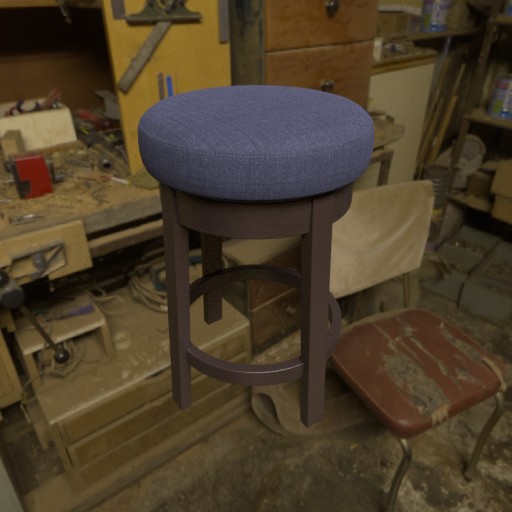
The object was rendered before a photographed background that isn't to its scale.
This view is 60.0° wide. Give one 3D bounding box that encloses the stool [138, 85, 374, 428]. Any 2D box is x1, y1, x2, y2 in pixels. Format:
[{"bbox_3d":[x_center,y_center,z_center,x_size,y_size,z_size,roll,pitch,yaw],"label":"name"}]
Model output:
[{"bbox_3d":[0.000,0.000,0.967,0.449,0.655,0.449,0,31,0],"label":"stool"}]
